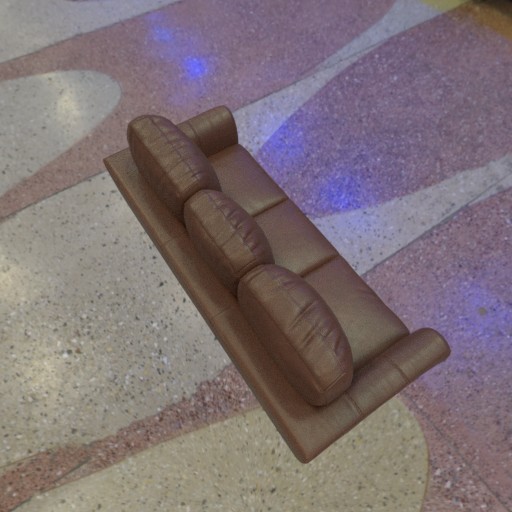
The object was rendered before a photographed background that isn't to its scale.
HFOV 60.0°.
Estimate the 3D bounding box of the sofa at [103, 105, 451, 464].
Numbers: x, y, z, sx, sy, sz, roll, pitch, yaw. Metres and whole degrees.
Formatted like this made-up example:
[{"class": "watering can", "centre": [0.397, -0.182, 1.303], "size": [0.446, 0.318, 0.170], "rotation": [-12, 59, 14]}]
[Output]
[{"class": "sofa", "centre": [0.000, 0.000, 2.275], "size": [0.802, 0.915, 1.862], "rotation": [-30, 64, -17]}]
